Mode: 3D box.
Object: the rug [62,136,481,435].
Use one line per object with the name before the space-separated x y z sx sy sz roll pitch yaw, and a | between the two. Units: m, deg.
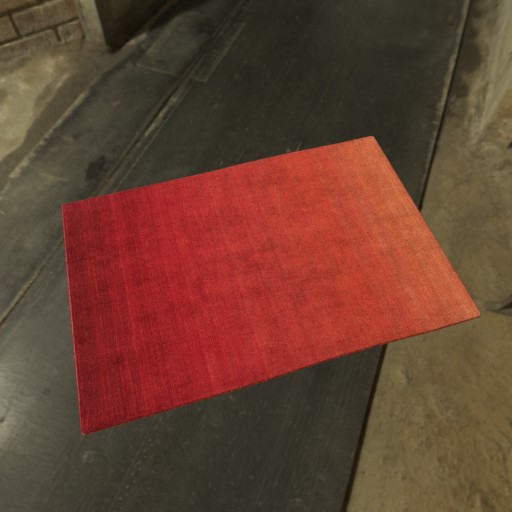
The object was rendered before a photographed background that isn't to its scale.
rug | 0.000 0.000 2.232 1.835 0.018 1.230 -14 60 -8
